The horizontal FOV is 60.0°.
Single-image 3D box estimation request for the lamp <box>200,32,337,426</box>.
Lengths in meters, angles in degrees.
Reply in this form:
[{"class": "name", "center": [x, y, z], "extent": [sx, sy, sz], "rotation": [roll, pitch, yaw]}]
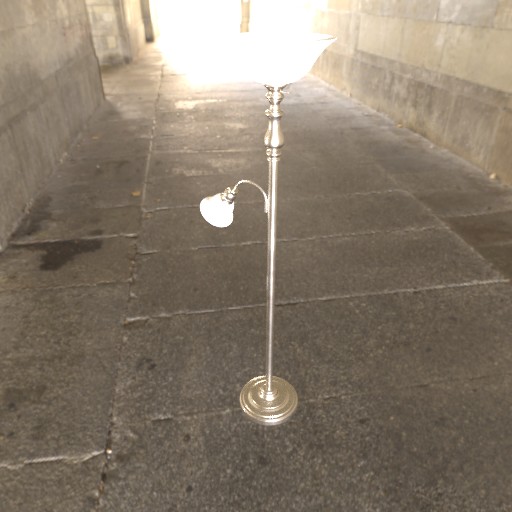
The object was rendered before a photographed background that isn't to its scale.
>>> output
[{"class": "lamp", "center": [0.000, 0.000, 2.000], "extent": [0.575, 1.785, 0.405], "rotation": [20, 36, 30]}]
